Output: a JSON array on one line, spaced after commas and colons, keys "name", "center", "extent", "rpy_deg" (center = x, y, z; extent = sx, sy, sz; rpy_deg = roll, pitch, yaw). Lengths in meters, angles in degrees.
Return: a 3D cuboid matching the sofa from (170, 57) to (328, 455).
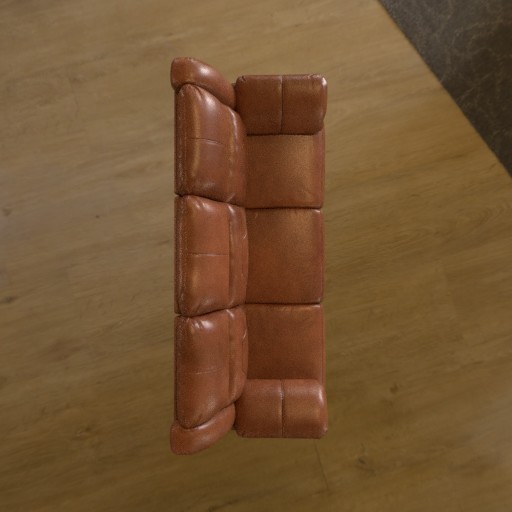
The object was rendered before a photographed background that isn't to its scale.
[{"name": "sofa", "center": [0.000, 0.000, 2.904], "extent": [0.991, 1.043, 2.337], "rpy_deg": [0, 90, -2]}]
